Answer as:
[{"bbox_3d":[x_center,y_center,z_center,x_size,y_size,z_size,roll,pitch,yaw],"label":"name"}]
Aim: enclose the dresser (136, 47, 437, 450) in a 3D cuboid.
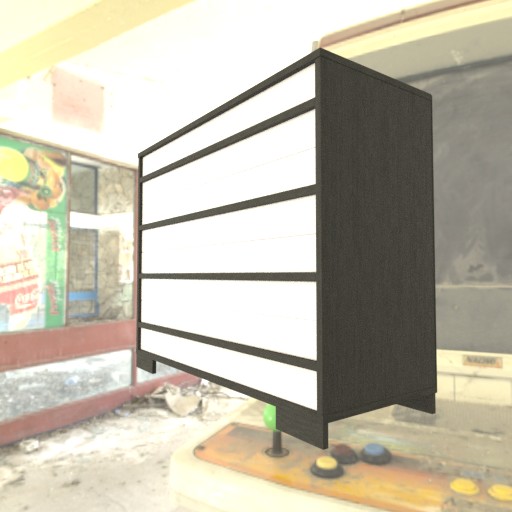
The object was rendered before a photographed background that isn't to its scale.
[{"bbox_3d":[0.000,0.000,1.413,0.404,0.816,0.994,2,-3,-36],"label":"dresser"}]
